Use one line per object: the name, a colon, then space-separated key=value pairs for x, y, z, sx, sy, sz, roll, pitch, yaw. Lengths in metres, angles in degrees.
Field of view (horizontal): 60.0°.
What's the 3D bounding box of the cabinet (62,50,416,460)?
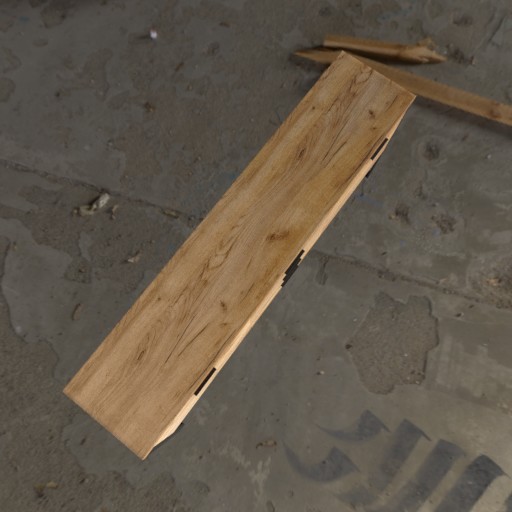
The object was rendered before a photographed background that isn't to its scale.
cabinet: x=0.000 y=0.000 z=2.114 sx=0.395 sy=0.762 sz=1.800 roll=36 pitch=78 yaw=9
